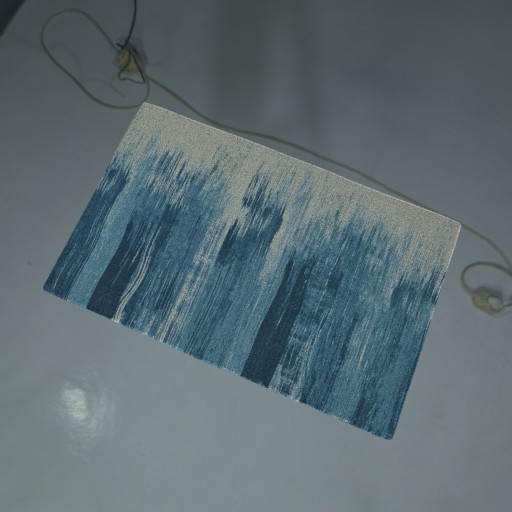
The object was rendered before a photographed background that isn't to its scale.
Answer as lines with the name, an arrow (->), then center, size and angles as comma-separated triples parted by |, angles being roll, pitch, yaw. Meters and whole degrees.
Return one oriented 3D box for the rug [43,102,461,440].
rug -> 0.000, 0.000, 2.993 | 2.450, 0.027, 1.540 | 22, 78, 5
